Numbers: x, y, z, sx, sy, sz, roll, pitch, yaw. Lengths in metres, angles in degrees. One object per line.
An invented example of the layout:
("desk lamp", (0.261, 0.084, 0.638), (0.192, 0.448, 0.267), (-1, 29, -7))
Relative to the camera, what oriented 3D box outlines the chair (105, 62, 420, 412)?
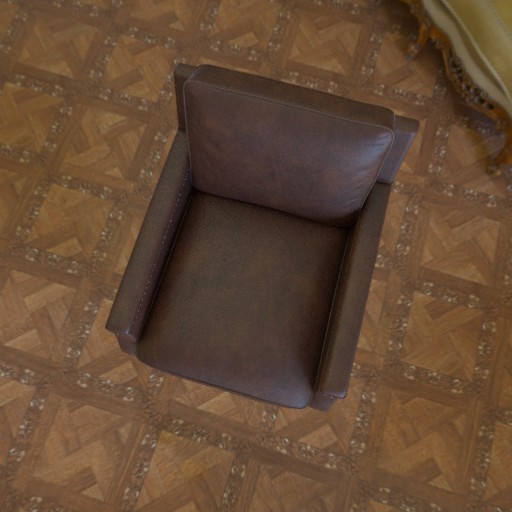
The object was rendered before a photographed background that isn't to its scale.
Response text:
("chair", (0.000, 0.000, 1.682), (0.853, 0.929, 1.014), (15, 75, 4))
